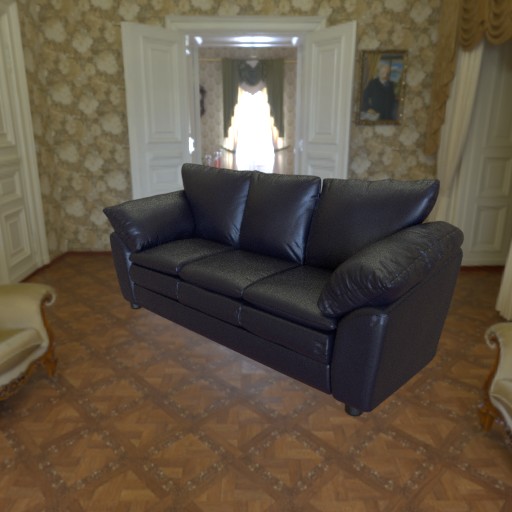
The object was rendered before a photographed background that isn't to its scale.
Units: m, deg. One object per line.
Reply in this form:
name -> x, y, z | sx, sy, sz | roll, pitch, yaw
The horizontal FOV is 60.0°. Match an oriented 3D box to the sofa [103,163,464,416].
sofa -> 0.000, 0.000, 2.853 | 2.336, 1.073, 0.880 | 14, 21, 42
